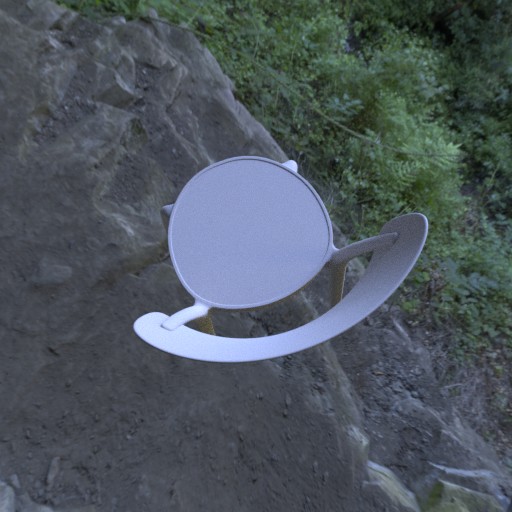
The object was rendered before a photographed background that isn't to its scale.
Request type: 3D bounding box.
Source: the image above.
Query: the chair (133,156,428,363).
[{"bbox_3d":[0.000,0.000,1.105,0.506,0.790,0.491,-21,78,-5],"label":"chair"}]
